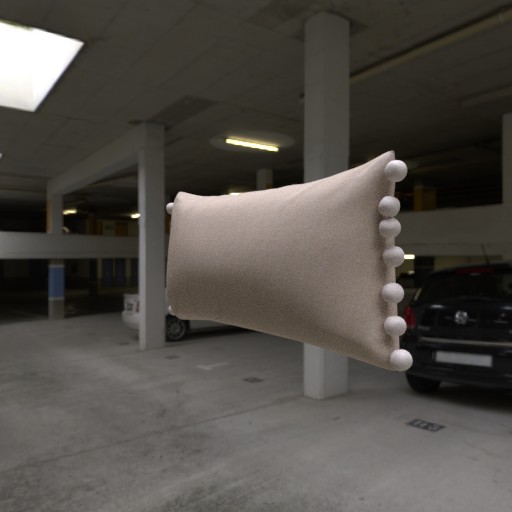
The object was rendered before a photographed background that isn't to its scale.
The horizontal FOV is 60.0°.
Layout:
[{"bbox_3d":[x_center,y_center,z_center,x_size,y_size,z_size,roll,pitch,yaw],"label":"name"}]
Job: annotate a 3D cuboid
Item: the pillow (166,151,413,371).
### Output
[{"bbox_3d":[0.000,0.000,0.871,0.201,0.322,0.709,0,0,-37],"label":"pillow"}]
